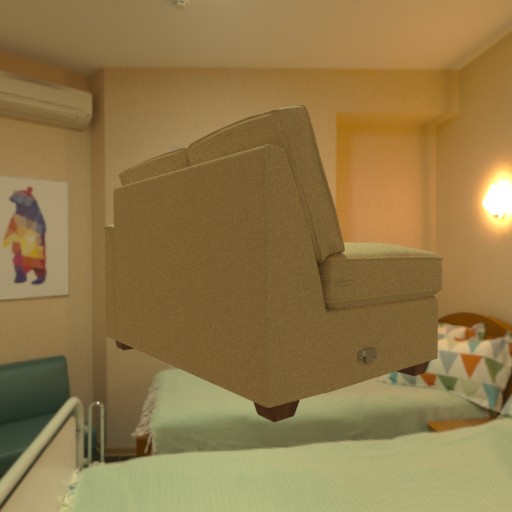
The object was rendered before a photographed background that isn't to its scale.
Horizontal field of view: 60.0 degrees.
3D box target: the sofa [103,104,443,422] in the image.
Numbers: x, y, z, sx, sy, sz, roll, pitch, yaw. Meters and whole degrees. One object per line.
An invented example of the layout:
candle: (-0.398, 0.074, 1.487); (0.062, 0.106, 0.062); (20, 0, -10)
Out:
sofa: (0.000, 0.000, 2.108); (0.991, 0.989, 1.388); (-1, 1, -38)
